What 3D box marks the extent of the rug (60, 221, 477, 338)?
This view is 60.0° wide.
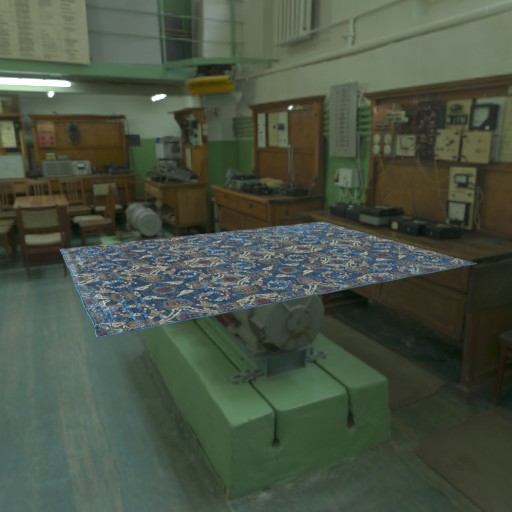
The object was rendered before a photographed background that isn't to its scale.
[{"bbox_3d":[0.000,0.000,4.264,3.291,0.013,2.337,-8,17,-27],"label":"rug"}]
